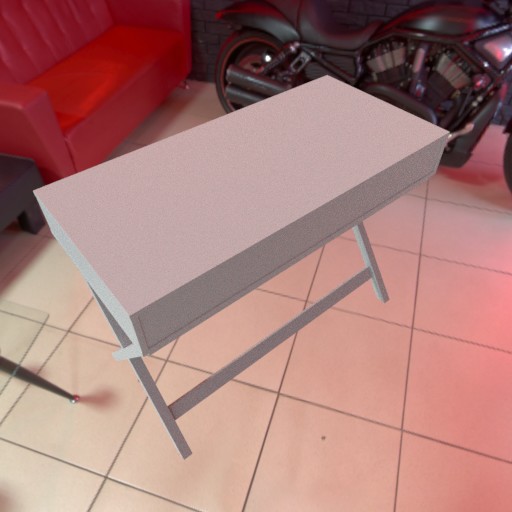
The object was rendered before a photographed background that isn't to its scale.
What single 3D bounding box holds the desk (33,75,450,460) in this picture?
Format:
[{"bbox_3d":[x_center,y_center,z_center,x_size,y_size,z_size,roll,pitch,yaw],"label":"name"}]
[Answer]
[{"bbox_3d":[0.000,0.000,1.500,1.057,0.780,0.525,-31,53,-26],"label":"desk"}]
